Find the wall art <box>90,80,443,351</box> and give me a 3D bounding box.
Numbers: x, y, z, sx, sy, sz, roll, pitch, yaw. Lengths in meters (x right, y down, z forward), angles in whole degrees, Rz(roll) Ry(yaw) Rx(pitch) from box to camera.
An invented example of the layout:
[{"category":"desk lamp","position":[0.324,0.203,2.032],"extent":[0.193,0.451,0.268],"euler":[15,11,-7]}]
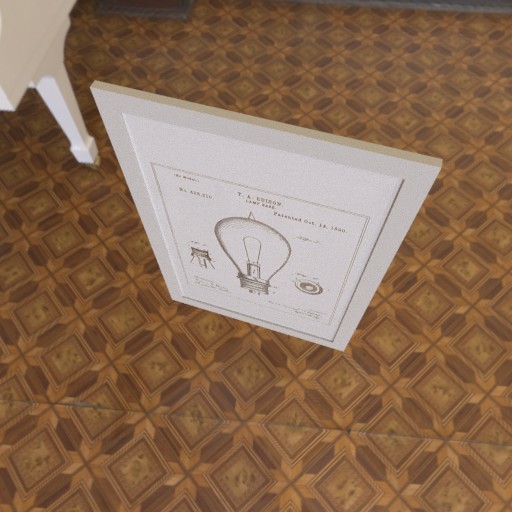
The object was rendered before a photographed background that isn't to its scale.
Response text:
[{"category":"wall art","position":[0.000,0.000,0.598],"extent":[0.325,0.474,0.010],"euler":[16,61,9]}]
